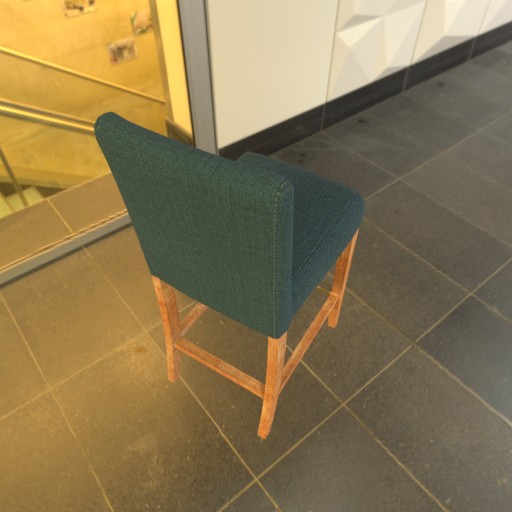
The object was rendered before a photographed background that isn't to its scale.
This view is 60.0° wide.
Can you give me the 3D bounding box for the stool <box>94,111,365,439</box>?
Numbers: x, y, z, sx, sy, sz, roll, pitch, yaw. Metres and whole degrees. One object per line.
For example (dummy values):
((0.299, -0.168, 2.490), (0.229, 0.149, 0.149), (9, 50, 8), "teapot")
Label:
((0.000, 0.000, 1.309), (0.454, 1.039, 0.567), (24, 52, 21), "stool")
